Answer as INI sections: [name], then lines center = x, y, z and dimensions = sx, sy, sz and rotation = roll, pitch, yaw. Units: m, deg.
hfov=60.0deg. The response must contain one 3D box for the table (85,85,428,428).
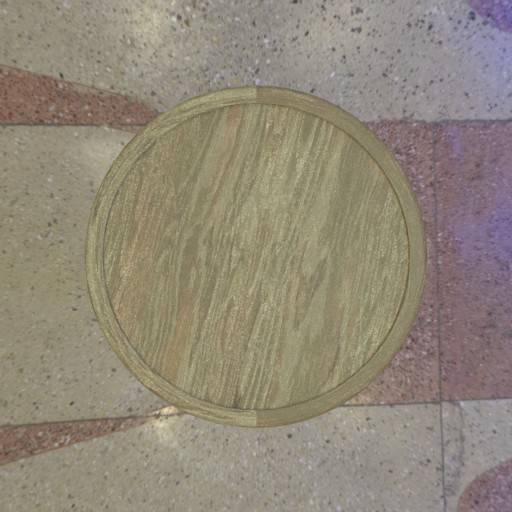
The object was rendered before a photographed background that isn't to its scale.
[table]
center = 0.000, 0.000, 1.000
dimensions = 0.607, 0.450, 0.607
rotation = 0, 91, 0
